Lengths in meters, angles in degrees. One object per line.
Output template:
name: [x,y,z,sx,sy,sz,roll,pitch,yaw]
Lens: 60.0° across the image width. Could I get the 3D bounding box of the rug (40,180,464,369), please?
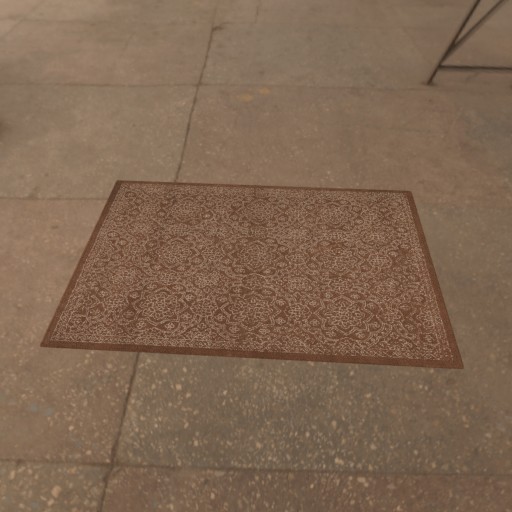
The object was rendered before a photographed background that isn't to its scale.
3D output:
rug: [0.000,0.000,2.325,1.829,0.010,1.219,2,46,2]
